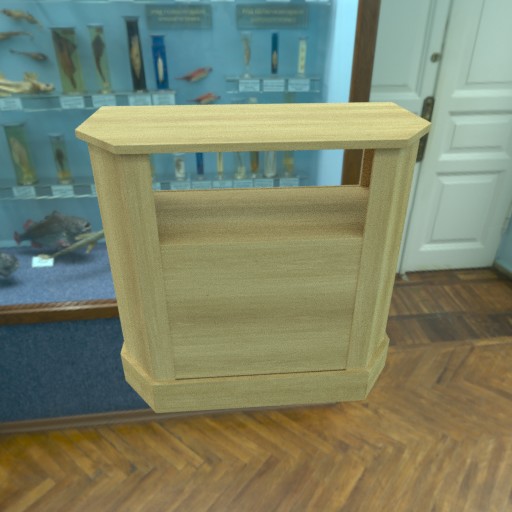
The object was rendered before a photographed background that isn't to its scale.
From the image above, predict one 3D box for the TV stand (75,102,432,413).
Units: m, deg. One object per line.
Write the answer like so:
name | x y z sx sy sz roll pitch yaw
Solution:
TV stand | 0.000 0.000 1.302 0.851 0.781 0.425 -2 29 -4
